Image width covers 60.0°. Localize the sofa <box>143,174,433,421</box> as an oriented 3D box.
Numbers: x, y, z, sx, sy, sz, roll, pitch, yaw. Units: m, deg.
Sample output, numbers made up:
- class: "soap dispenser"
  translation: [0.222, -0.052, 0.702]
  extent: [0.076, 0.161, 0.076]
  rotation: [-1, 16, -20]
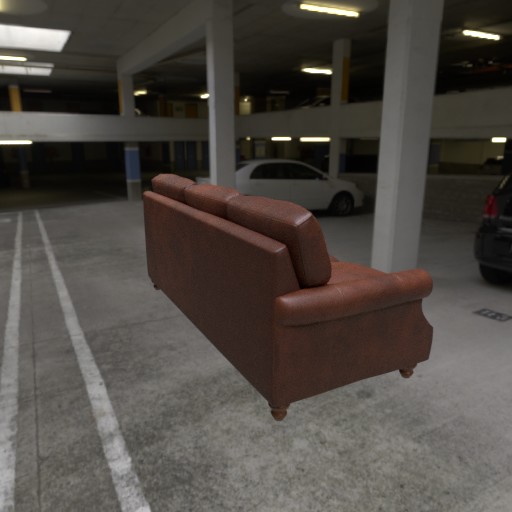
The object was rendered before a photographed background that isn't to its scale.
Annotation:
- class: "sofa"
  translation: [0.000, 0.000, 2.971]
  extent: [0.973, 0.977, 2.351]
  rotation: [-8, 17, -27]
